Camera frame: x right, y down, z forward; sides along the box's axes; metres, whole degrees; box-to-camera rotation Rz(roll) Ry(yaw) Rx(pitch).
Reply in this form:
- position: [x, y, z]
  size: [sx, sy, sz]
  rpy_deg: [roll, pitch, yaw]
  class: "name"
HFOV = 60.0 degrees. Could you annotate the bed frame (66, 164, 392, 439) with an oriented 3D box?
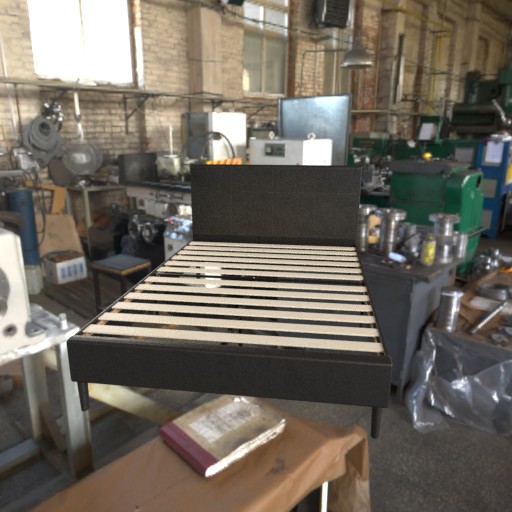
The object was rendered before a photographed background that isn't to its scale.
- position: [0.000, 0.000, 2.934]
  size: [1.469, 1.046, 2.152]
  rpy_deg: [2, 16, 8]
  class: "bed frame"
